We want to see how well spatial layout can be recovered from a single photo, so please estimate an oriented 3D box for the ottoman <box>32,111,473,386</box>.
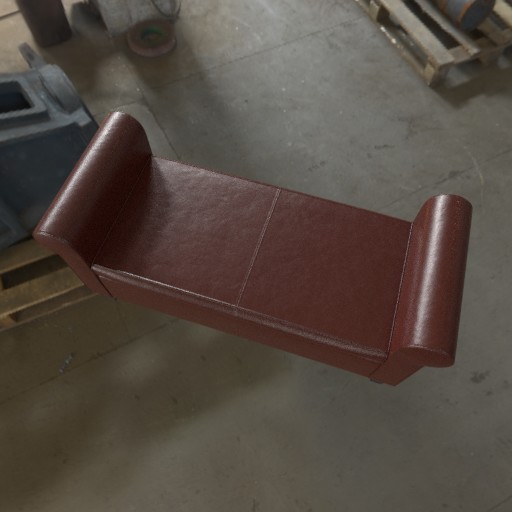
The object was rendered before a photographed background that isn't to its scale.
[{"bbox_3d":[0.000,0.000,1.550,1.256,0.547,0.521,16,64,8],"label":"ottoman"}]
